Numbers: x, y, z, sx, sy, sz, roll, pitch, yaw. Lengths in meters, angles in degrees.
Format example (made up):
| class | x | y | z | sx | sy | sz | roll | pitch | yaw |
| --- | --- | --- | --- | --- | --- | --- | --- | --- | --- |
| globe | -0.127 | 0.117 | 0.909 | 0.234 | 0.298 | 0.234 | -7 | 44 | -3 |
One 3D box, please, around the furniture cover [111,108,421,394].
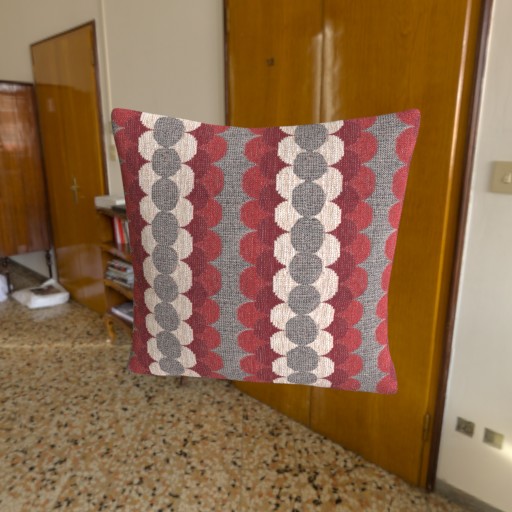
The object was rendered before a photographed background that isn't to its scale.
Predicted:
| class | x | y | z | sx | sy | sz | roll | pitch | yaw |
| --- | --- | --- | --- | --- | --- | --- | --- | --- | --- |
| furniture cover | 0.000 | 0.000 | 0.656 | 0.435 | 0.420 | 0.145 | 2 | 15 | 8 |
